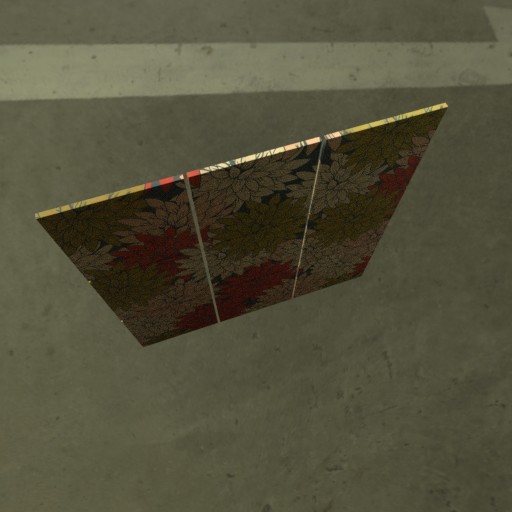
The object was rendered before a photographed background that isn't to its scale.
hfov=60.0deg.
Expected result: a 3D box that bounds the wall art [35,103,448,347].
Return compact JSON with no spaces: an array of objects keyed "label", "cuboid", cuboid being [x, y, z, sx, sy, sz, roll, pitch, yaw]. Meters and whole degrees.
[{"label":"wall art","cuboid":[0.000,0.000,1.332,0.904,0.913,0.013,-17,64,-9]}]
